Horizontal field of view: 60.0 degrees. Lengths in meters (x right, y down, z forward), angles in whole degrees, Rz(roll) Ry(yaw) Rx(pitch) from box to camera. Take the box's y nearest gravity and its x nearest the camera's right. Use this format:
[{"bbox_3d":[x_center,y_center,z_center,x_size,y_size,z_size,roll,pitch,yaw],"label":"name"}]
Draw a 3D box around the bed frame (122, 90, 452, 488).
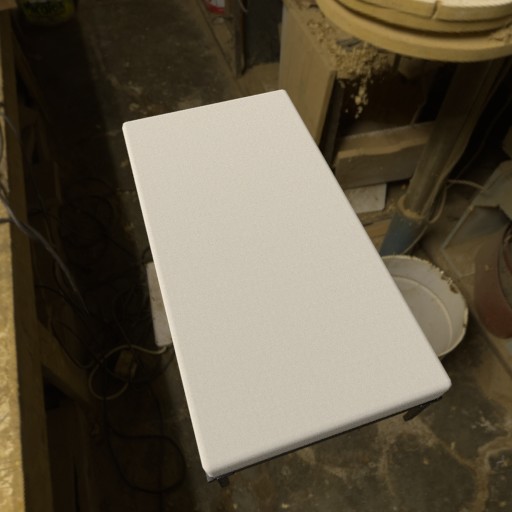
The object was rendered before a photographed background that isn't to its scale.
[{"bbox_3d":[0.000,0.000,3.174,1.393,0.680,2.635,-15,58,-10],"label":"bed frame"}]
